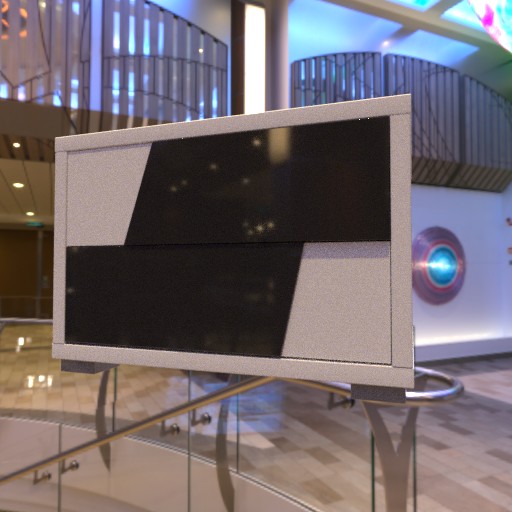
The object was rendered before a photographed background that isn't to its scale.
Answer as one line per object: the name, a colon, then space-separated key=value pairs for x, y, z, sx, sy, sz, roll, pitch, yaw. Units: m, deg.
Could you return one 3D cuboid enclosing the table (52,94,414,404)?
table: x=0.000 y=0.000 z=0.777 sx=0.517 sy=0.357 sz=0.399 roll=-1 pitch=-2 yaw=19
